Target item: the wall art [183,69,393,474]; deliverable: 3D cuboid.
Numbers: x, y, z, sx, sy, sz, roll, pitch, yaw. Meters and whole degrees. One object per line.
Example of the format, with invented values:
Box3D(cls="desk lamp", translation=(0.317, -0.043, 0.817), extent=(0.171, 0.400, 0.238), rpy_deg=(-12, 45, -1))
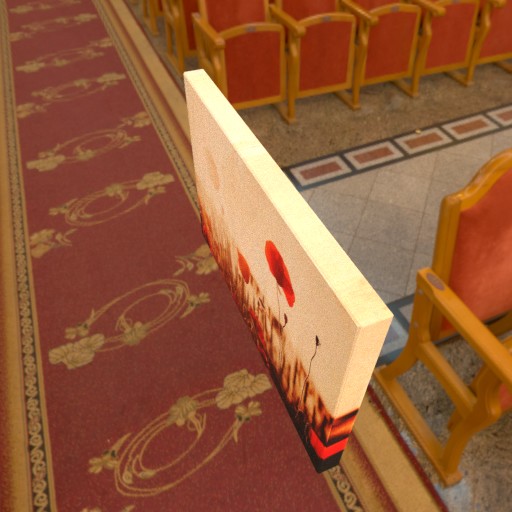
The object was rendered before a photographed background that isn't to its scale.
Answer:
Box3D(cls="wall art", translation=(0.000, 0.000, 0.766), extent=(0.040, 0.402, 0.613), rpy_deg=(-16, 48, -15))
